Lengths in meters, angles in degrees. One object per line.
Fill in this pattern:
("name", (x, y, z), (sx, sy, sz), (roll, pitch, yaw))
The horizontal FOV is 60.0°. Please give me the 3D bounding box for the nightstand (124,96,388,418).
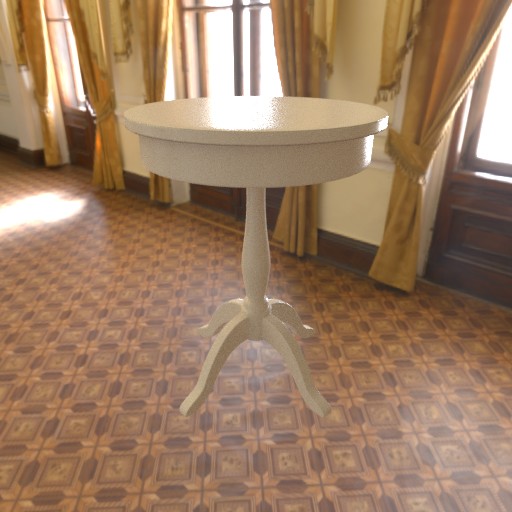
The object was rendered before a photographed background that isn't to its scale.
("nightstand", (0.000, 0.000, 1.028), (0.513, 0.653, 0.513), (-17, 30, -32))
